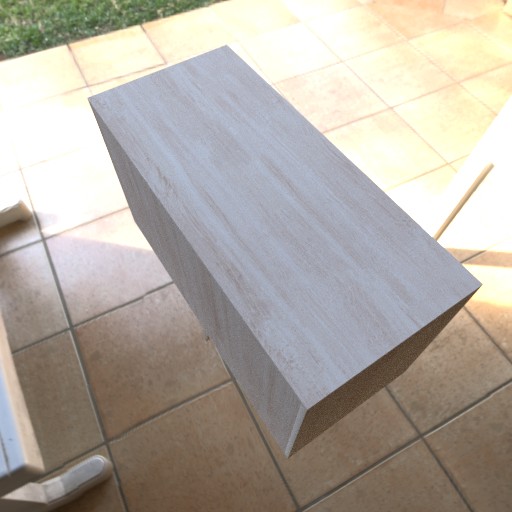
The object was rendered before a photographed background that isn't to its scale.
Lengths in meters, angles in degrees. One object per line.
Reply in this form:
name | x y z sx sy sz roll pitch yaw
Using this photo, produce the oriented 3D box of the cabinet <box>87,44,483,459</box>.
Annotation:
cabinet | 0.000 0.000 1.507 0.500 0.780 1.110 -29 62 -17
